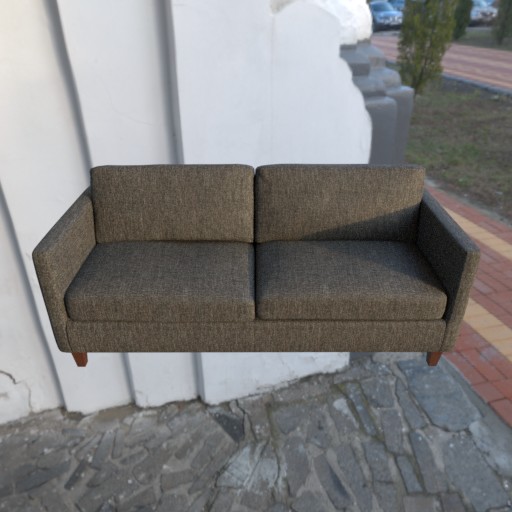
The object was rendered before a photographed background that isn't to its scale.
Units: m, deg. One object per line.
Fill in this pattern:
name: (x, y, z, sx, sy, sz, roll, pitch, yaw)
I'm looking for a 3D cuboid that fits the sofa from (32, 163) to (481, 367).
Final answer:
sofa: (0.000, 0.000, 2.651, 2.208, 0.960, 0.948, 0, 30, 0)
